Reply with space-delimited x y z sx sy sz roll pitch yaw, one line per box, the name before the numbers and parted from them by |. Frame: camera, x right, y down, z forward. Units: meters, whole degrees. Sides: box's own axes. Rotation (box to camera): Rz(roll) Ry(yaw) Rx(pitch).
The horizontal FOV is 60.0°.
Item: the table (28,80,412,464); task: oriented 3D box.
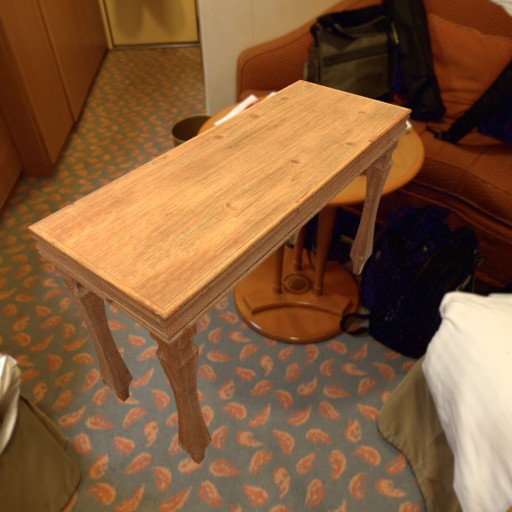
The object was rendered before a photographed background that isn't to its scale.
table | 0.000 0.000 1.747 0.522 0.873 1.330 27 48 27
